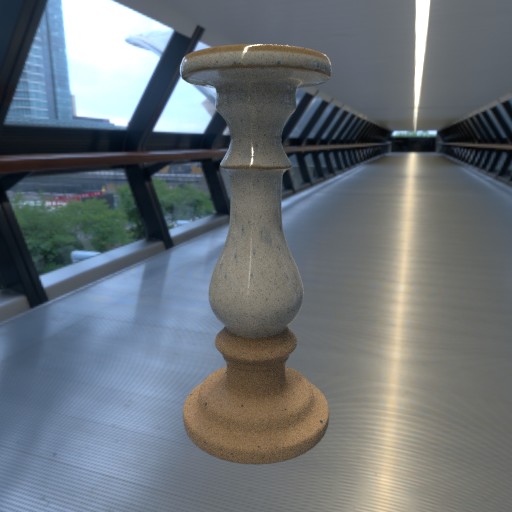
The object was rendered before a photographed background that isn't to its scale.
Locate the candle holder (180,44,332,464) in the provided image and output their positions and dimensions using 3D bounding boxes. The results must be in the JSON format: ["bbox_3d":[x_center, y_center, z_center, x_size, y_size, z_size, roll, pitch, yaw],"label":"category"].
[{"bbox_3d":[0.000,0.000,0.247,0.088,0.203,0.088,0,13,0],"label":"candle holder"}]
